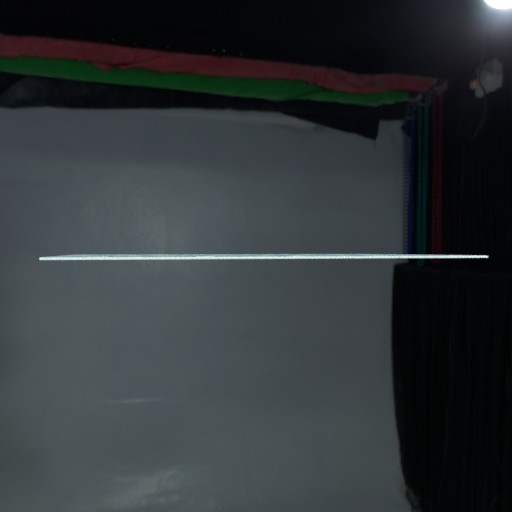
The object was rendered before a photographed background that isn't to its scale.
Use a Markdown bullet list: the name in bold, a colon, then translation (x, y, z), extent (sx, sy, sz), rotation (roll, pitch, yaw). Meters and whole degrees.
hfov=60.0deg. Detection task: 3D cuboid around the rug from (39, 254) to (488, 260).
- **rug**: translation (0.000, 0.000, 3.021), extent (2.443, 0.015, 1.528), rotation (0, 1, -17)
